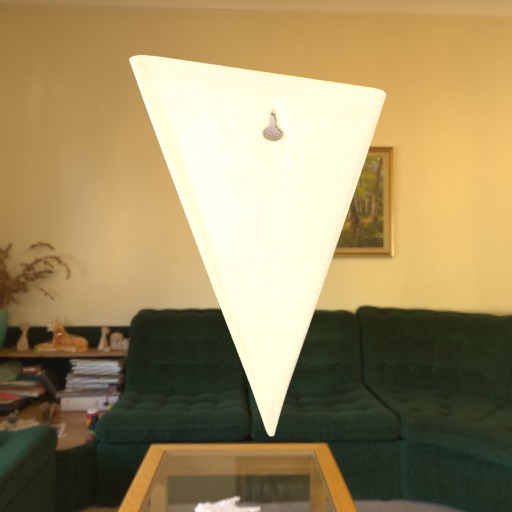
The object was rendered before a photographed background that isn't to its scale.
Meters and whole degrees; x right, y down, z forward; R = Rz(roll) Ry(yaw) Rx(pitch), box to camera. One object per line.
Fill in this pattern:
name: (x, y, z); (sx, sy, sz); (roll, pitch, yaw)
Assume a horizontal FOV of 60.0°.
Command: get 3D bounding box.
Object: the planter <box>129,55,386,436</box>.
planter: (0.000, 0.000, 0.267); (0.150, 0.197, 0.060); (0, -1, -19)
